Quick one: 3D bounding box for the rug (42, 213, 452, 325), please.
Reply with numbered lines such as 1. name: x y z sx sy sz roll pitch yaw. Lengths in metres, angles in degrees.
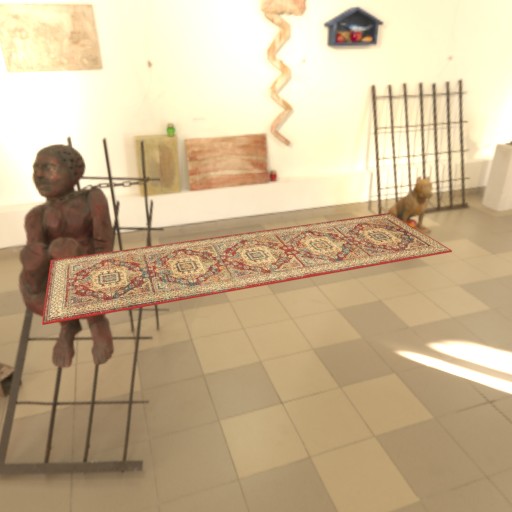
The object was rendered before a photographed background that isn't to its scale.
1. rug: 0.000 0.000 2.630 2.292 0.015 0.659 -9 28 -17
